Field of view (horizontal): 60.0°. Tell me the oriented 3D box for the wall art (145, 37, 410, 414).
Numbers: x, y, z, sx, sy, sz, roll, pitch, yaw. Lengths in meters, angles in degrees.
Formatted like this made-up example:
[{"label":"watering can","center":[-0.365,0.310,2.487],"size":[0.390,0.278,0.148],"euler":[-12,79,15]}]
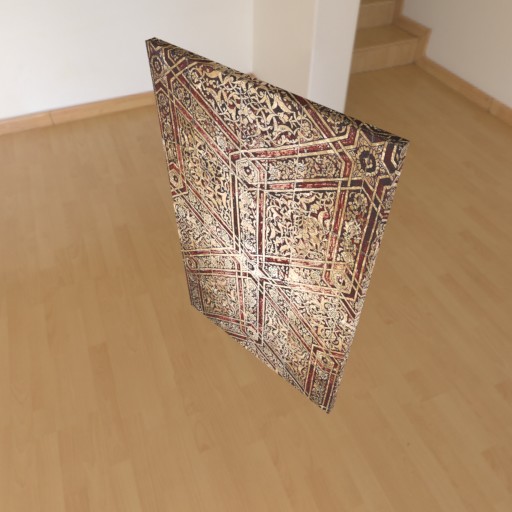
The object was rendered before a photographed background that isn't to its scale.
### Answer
[{"label":"wall art","center":[0.000,0.000,0.743],"size":[0.397,0.599,0.020],"euler":[33,55,28]}]
